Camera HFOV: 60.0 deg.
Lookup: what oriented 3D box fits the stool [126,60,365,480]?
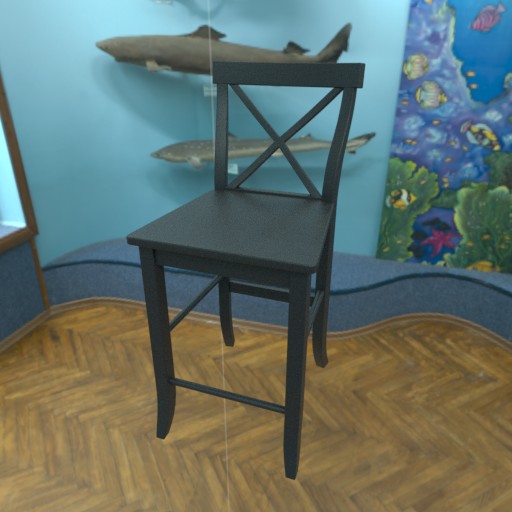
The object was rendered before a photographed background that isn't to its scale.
[{"bbox_3d":[0.000,0.000,1.250,0.452,0.989,0.559,9,27,18],"label":"stool"}]
